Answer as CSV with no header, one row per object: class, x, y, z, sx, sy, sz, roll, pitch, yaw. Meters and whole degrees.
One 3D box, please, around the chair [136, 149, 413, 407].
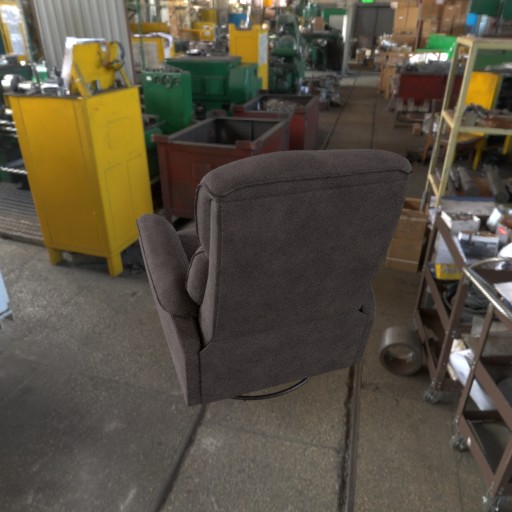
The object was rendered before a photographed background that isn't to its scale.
chair,0.000,0.000,1.730,0.830,1.035,1.009,-9,30,-17
